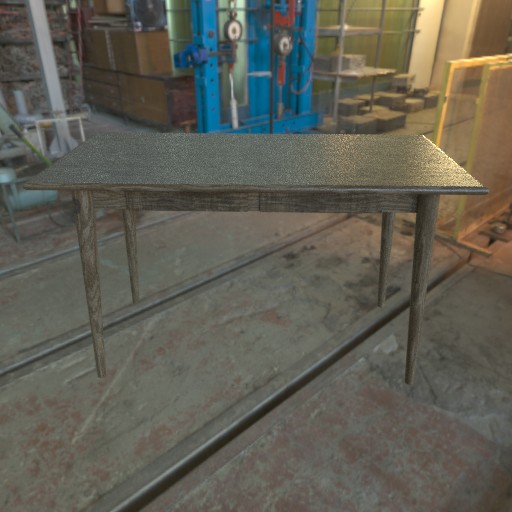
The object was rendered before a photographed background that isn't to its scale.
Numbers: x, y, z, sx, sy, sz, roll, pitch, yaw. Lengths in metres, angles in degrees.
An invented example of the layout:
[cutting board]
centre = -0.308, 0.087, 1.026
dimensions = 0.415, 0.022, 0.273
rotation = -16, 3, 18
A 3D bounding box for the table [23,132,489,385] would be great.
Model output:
[table]
centre = 0.000, 0.000, 1.681
dimensions = 1.300, 0.780, 0.599
rotation = 1, 29, 2
